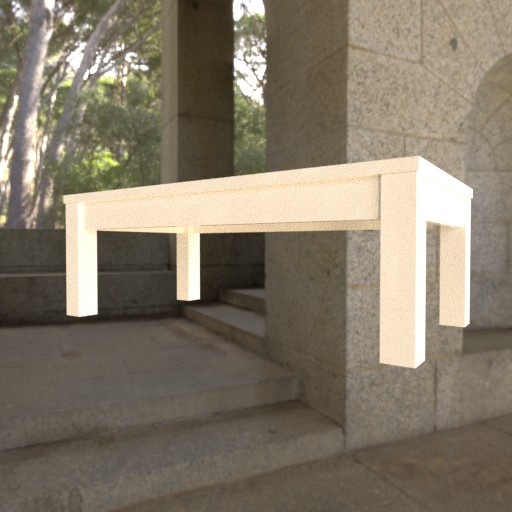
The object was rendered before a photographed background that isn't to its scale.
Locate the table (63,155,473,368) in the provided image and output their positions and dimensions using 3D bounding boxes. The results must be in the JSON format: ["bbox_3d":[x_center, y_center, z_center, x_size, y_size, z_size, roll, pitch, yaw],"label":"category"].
[{"bbox_3d":[0.000,0.000,1.644,1.350,0.470,0.700,1,2,35],"label":"table"}]
